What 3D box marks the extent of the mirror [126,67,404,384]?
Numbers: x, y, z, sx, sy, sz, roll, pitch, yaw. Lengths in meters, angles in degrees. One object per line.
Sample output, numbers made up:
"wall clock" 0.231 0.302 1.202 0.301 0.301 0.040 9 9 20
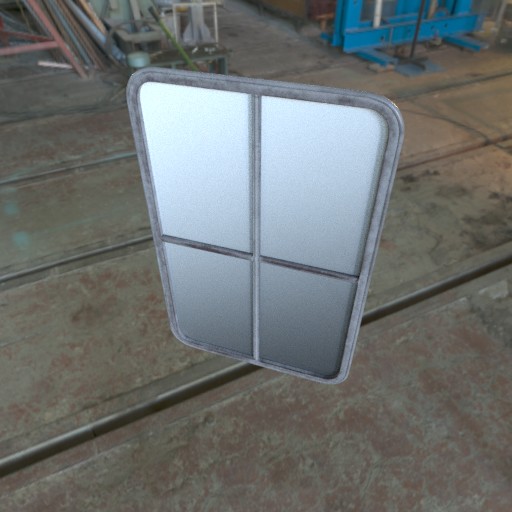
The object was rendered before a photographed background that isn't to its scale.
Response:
"mirror" 0.000 0.000 0.902 0.461 0.713 0.024 12 42 14
